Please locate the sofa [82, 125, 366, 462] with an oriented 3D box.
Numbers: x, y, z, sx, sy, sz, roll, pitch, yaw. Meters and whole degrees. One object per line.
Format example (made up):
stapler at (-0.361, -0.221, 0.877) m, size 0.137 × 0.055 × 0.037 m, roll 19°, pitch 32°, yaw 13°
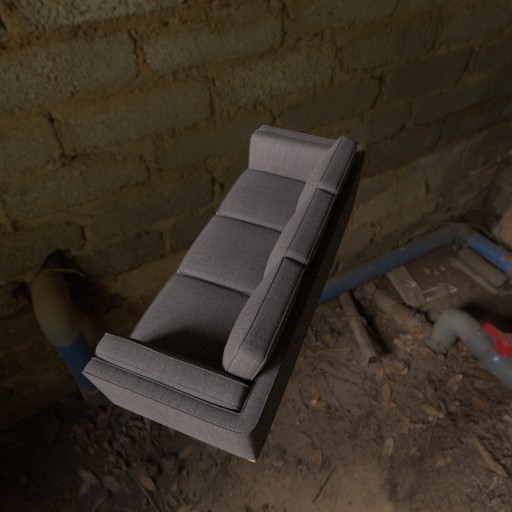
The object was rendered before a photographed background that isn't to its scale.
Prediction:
sofa at (0.000, 0.000, 2.889) m, size 0.903 × 0.899 × 2.362 m, roll 16°, pitch 49°, yaw 15°
